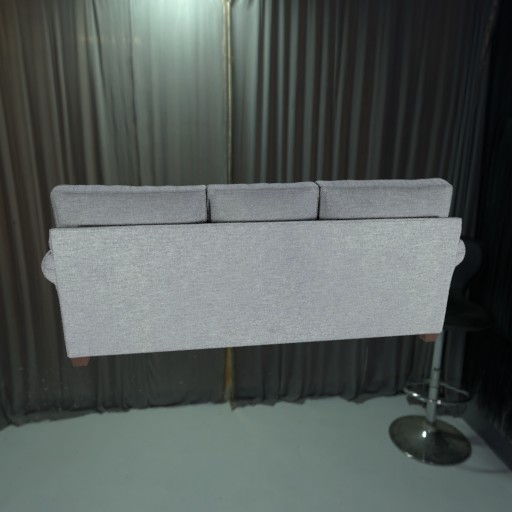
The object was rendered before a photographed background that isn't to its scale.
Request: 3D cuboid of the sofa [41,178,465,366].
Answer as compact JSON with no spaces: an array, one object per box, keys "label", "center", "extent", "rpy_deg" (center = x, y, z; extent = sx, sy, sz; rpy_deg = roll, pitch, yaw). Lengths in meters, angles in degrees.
[{"label":"sofa","center":[0.000,0.000,2.782],"extent":[2.312,0.975,0.965],"rpy_deg":[-2,14,-8]}]
